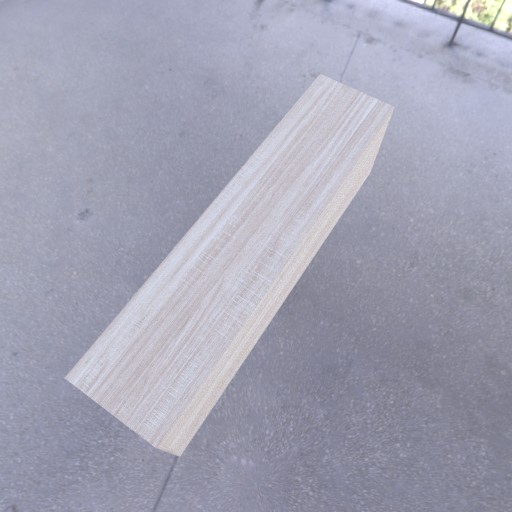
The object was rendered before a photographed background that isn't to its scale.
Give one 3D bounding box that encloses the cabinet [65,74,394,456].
[{"bbox_3d":[0.000,0.000,2.586,0.500,0.780,2.200,30,67,15],"label":"cabinet"}]
